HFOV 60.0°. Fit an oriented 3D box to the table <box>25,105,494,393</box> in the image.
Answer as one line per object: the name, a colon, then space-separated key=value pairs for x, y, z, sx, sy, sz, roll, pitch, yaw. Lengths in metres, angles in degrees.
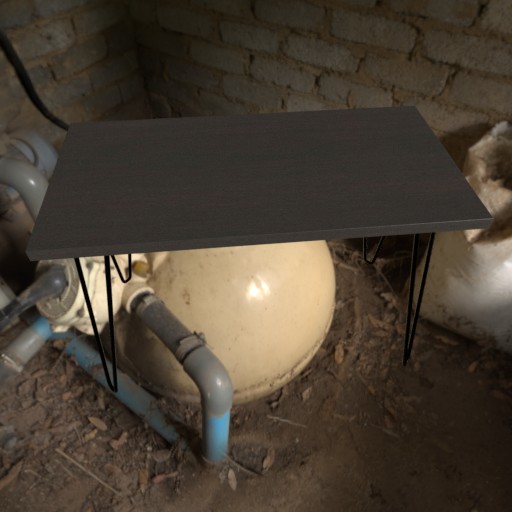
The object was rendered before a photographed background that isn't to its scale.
table: x=0.000 y=0.000 z=1.342 sx=0.991 sy=0.660 sz=0.499 roll=-4 pitch=47 yaw=-4
